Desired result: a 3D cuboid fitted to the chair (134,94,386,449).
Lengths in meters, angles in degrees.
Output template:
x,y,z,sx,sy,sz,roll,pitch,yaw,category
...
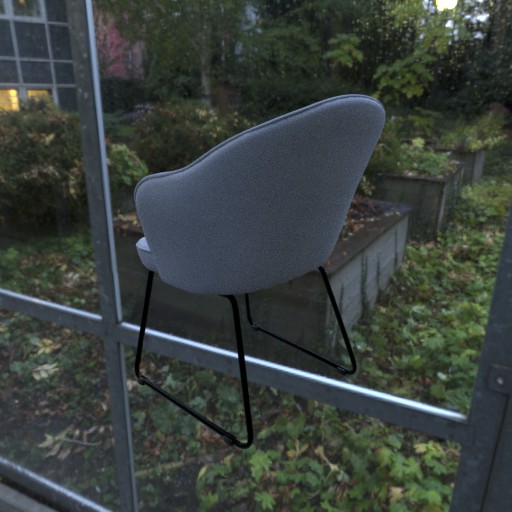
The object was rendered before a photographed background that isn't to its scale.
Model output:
x,y,z,sx,sy,sz,roll,pitch,yaw,category
0.000,0.000,1.203,0.592,0.817,0.570,18,26,42,chair
